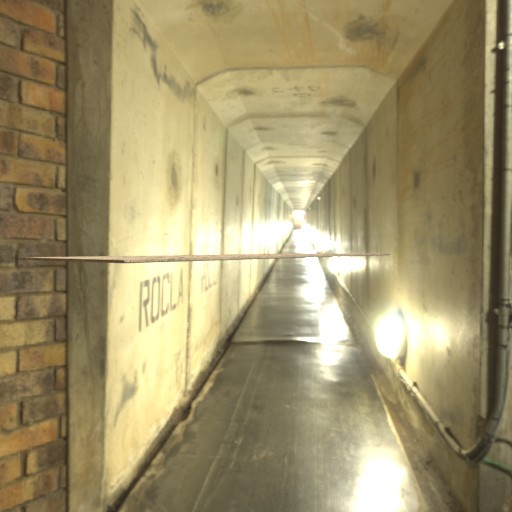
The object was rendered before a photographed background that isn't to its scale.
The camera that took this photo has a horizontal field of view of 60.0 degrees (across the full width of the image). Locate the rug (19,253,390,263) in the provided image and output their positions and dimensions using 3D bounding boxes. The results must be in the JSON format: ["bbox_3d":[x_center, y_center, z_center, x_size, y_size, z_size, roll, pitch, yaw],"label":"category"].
[{"bbox_3d":[0.000,0.000,2.678,0.750,0.011,2.435,1,1,37],"label":"rug"}]
